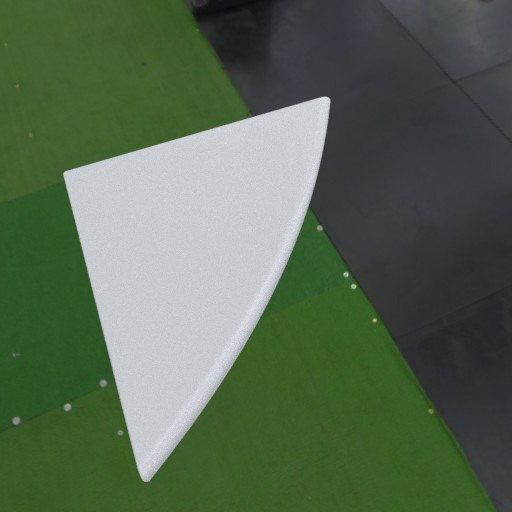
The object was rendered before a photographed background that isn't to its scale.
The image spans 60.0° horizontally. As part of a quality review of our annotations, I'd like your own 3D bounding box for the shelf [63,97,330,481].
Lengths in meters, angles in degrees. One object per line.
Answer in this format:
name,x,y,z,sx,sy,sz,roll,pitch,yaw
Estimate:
shelf,0.000,0.000,0.444,0.310,0.050,0.310,-20,64,-10
